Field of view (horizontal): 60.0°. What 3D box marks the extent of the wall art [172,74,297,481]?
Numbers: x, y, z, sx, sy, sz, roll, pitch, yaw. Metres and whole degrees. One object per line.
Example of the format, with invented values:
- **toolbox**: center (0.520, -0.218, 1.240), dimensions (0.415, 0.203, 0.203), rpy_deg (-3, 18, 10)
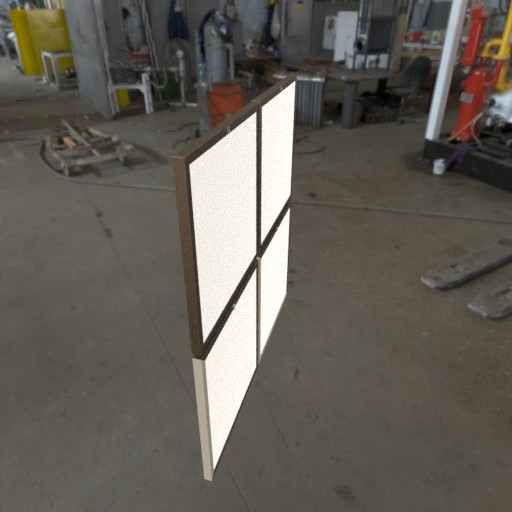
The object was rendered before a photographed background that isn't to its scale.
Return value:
- **wall art**: center (0.000, 0.000, 1.536), dimensions (0.030, 1.032, 1.032), rpy_deg (9, 32, 14)
